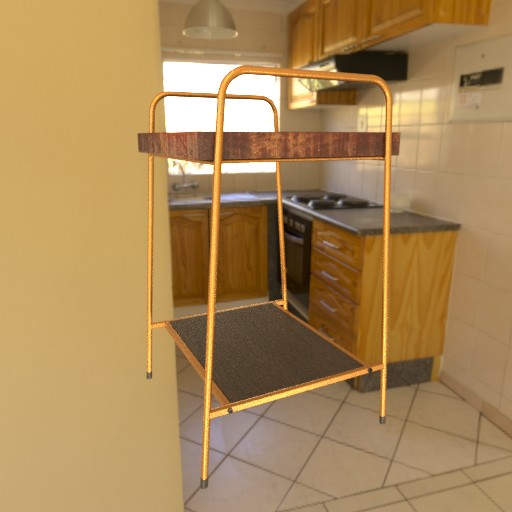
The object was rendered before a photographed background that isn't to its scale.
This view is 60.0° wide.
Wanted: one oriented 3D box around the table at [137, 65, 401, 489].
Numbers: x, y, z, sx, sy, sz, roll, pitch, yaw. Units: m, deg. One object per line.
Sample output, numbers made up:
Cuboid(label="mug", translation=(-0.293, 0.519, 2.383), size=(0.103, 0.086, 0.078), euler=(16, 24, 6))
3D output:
Cuboid(label="table", translation=(0.000, 0.000, 0.976), size=(0.430, 0.710, 0.430), euler=(-7, 17, -25))
